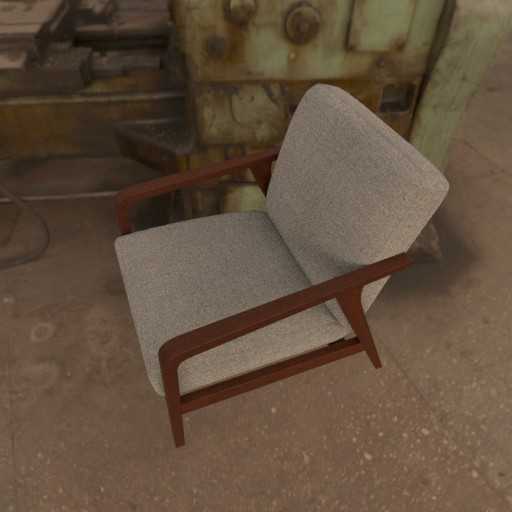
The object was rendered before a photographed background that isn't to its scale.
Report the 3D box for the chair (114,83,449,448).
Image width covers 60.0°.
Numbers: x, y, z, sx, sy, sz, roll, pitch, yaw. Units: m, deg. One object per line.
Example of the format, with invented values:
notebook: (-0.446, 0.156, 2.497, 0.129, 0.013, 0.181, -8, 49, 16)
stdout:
chair: (0.000, 0.000, 1.464, 0.858, 0.847, 0.704, -16, 48, -15)
